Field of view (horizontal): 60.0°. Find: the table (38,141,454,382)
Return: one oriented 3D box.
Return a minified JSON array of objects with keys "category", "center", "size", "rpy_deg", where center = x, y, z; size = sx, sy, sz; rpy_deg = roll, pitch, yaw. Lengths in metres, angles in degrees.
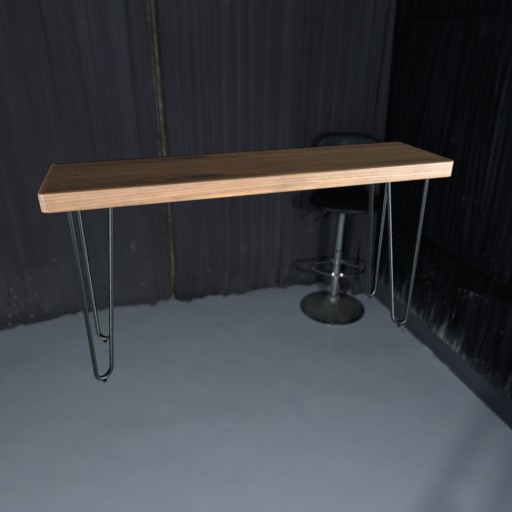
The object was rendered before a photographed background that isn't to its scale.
[{"category":"table","center":[0.000,0.000,1.961],"size":[1.570,0.834,0.425],"rpy_deg":[-7,27,-15]}]
